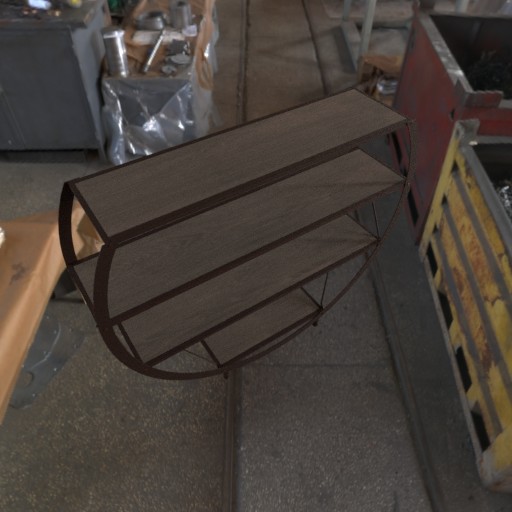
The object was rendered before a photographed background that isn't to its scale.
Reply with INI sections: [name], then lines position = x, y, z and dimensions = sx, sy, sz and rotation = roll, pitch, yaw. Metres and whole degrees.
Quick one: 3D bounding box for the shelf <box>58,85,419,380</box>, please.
[shelf]
position = 0.000, 0.000, 1.898
dimensions = 1.403, 1.063, 0.344
rotation = -26, 51, -23
